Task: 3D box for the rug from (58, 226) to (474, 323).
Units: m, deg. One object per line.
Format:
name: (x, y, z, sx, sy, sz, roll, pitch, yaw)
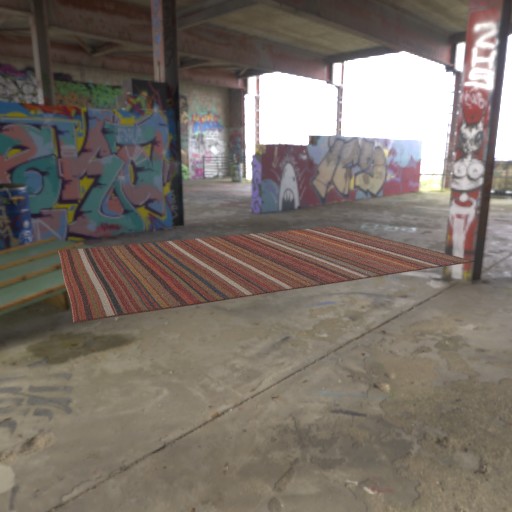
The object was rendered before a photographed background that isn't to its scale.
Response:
rug: (0.000, 0.000, 3.047, 2.438, 0.008, 1.523, -6, 15, -25)
